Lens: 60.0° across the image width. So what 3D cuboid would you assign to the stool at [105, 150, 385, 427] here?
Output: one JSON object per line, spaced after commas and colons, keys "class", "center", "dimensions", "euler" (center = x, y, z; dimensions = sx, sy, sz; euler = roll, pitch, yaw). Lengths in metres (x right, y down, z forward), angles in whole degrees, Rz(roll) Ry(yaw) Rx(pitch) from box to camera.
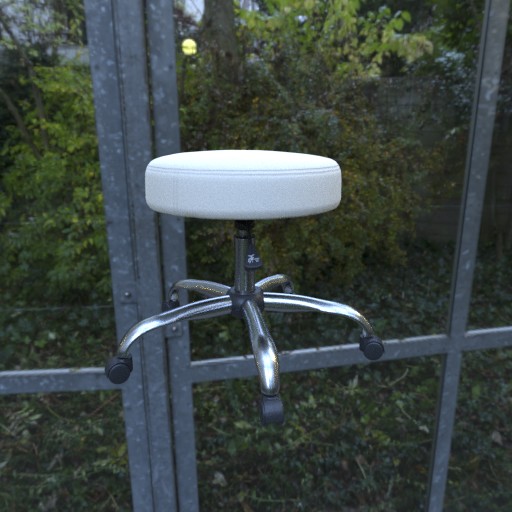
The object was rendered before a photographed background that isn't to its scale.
{"class": "stool", "center": [0.000, 0.000, 1.039], "dimensions": [0.614, 0.482, 0.634], "euler": [2, 15, 8]}
